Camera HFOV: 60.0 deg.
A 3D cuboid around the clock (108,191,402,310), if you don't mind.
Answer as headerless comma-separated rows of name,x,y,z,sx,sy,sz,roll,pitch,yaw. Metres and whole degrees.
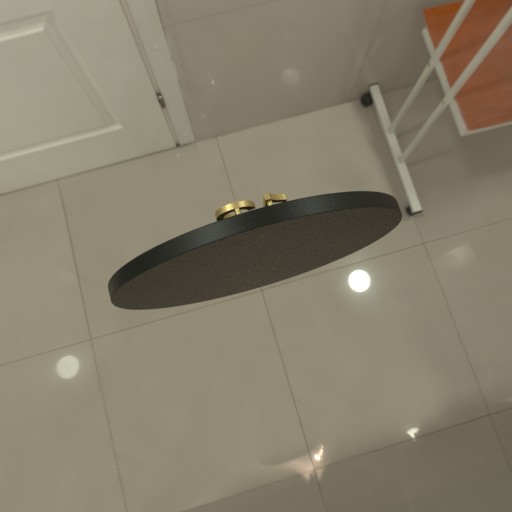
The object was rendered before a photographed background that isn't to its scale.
clock,0.000,0.000,0.702,0.454,0.454,0.038,-16,78,-3
